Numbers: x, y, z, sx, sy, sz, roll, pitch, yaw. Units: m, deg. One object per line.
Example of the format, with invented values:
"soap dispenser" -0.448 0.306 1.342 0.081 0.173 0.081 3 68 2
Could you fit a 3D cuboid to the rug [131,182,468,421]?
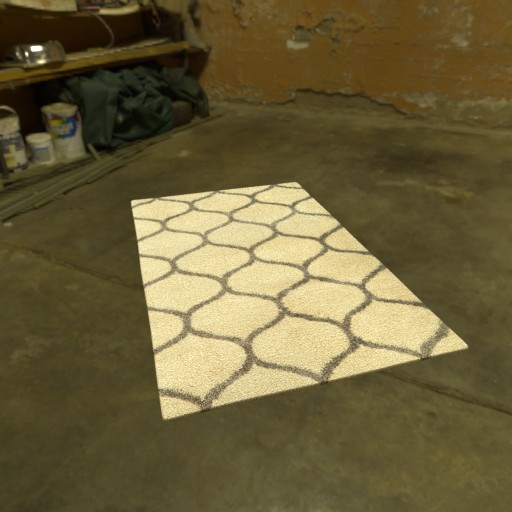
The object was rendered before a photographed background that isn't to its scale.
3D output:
"rug" 0.000 0.000 2.966 1.501 0.024 2.348 -9 32 -14
